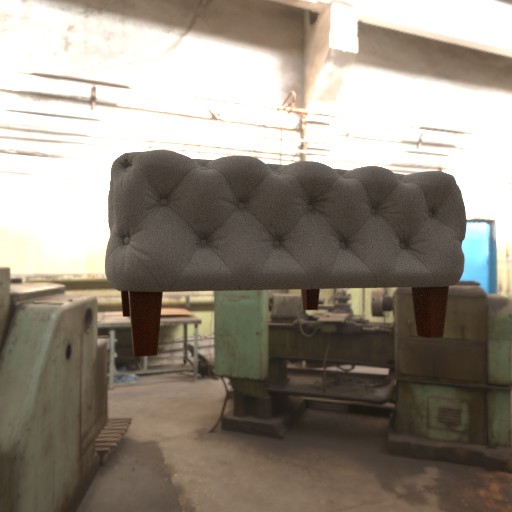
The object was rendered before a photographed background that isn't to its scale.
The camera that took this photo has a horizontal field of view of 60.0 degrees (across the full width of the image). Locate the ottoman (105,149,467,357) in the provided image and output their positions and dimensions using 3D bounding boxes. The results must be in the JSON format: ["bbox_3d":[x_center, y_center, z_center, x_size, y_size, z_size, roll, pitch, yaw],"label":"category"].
[{"bbox_3d":[0.000,0.000,1.420,0.917,0.439,0.911,0,-1,-18],"label":"ottoman"}]
